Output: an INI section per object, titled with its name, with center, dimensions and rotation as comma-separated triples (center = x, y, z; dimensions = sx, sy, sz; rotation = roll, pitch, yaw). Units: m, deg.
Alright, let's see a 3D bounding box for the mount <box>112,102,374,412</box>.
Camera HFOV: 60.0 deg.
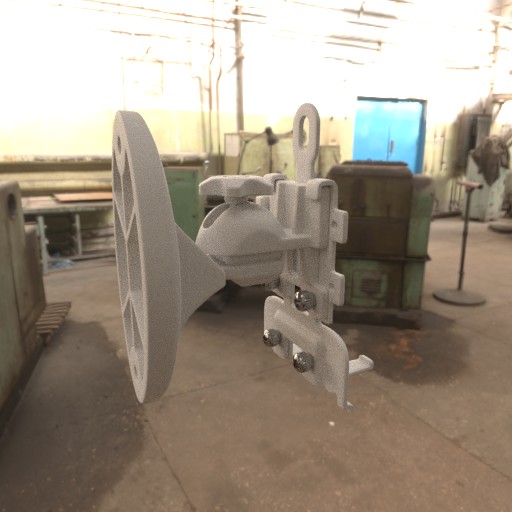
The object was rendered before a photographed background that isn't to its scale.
[mount]
center = 0.000, 0.000, 0.177
dimensions = 0.100, 0.118, 0.066
rotation = -7, 16, -26
